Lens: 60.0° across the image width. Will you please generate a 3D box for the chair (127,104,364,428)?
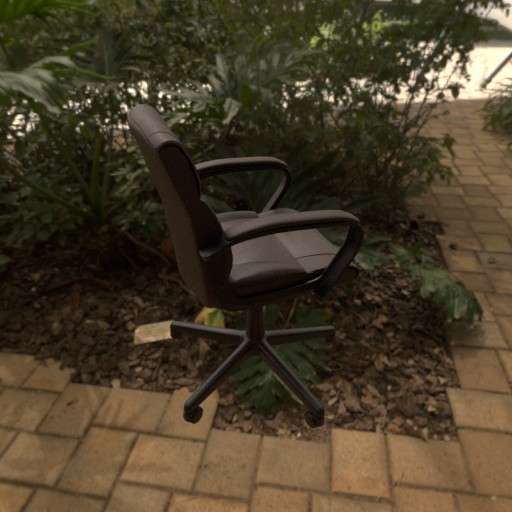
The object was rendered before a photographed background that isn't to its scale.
[{"bbox_3d":[0.000,0.000,1.514,0.717,1.004,0.739,-10,32,-17],"label":"chair"}]
